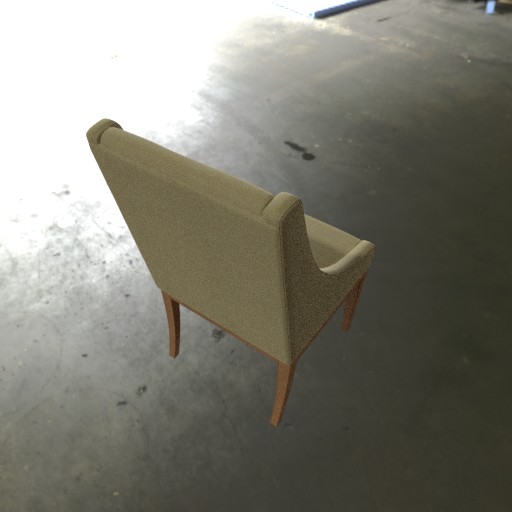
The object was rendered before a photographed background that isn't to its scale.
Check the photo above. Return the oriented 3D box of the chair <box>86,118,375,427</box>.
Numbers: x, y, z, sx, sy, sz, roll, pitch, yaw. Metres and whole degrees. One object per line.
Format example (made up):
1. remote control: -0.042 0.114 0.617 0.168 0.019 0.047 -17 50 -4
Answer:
1. chair: 0.000 0.000 1.417 0.575 1.021 0.611 27 51 23
